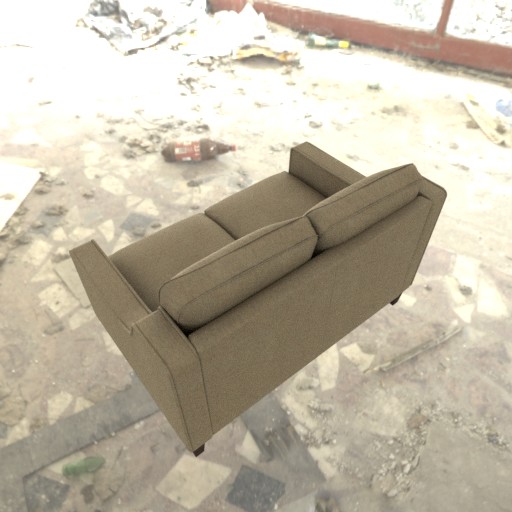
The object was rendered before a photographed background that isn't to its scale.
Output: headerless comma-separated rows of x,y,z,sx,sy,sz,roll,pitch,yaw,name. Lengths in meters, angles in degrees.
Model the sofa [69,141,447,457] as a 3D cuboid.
0.000,0.000,2.228,1.503,0.981,0.985,-30,53,-26,sofa
